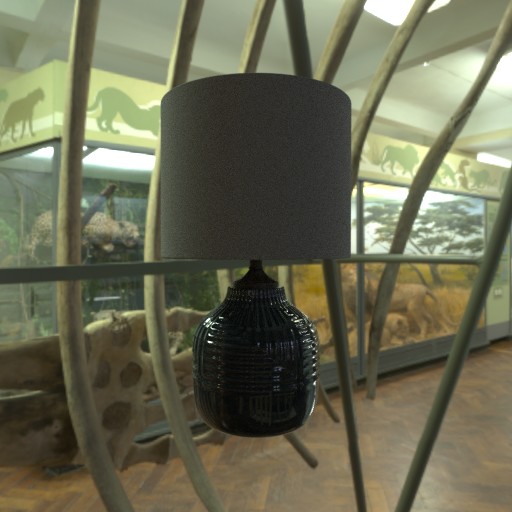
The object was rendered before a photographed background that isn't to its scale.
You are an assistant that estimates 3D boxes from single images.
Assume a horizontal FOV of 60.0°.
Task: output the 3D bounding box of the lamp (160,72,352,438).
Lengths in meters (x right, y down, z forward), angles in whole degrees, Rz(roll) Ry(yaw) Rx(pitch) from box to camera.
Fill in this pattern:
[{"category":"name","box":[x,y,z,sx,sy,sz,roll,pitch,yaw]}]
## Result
[{"category":"lamp","box":[0.000,0.000,0.758,0.318,0.567,0.318,0,1,0]}]
